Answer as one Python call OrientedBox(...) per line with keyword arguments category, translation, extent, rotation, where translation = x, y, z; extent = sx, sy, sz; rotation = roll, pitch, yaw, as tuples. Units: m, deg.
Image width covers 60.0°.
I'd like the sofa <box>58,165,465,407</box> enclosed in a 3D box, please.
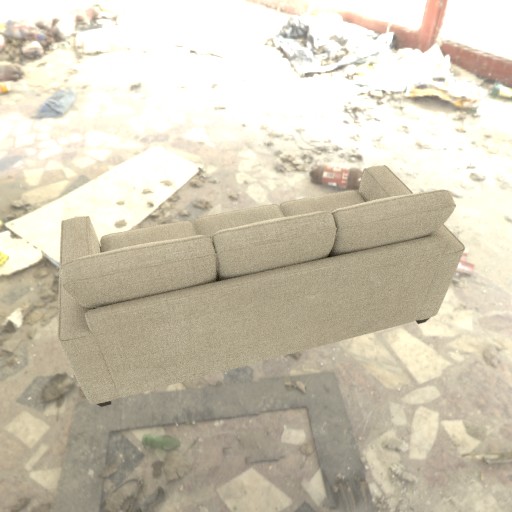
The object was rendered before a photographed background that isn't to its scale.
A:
OrientedBox(category="sofa", translation=(0.000, 0.000, 2.615), extent=(2.133, 0.965, 0.939), rotation=(-12, 44, -12))
